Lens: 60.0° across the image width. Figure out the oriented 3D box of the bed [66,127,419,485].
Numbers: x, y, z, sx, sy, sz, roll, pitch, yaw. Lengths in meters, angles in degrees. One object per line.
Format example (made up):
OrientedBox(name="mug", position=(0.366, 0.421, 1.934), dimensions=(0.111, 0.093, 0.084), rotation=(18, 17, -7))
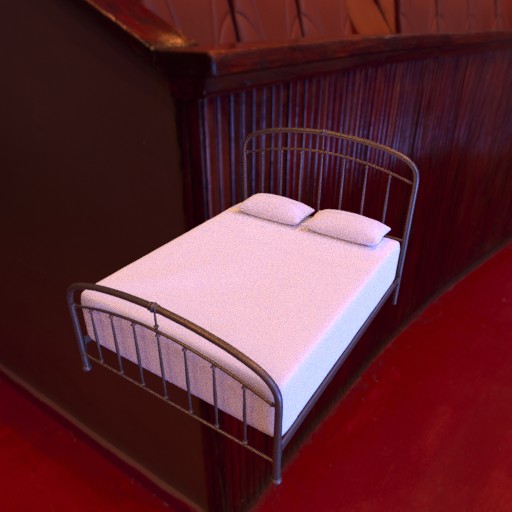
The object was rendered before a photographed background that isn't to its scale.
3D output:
OrientedBox(name="bed", position=(0.000, 0.000, 3.337), dimensions=(1.711, 1.475, 2.168), rotation=(18, 34, 29))
